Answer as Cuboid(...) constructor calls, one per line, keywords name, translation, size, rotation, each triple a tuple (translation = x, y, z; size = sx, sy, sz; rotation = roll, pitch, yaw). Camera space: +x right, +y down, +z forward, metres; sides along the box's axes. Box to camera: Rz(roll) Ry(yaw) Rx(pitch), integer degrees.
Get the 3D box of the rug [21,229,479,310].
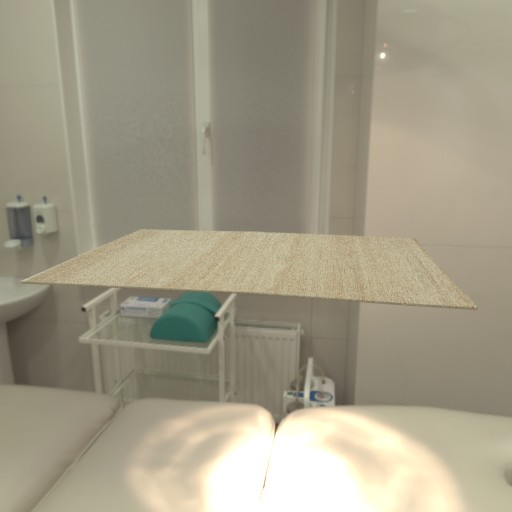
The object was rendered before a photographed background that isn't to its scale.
Cuboid(name="rug", translation=(0.000, 0.000, 2.972), size=(2.346, 0.029, 1.574), rotation=(2, 14, 10))
